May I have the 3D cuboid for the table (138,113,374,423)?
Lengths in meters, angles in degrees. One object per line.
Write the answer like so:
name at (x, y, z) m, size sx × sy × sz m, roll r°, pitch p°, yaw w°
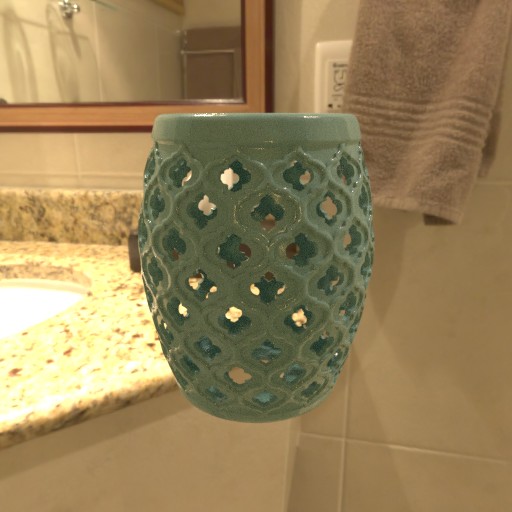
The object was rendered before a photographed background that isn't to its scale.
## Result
table at (0.000, 0.000, 0.637) m, size 0.325 × 0.388 × 0.325 m, roll 0°, pitch 17°, yaw 0°
